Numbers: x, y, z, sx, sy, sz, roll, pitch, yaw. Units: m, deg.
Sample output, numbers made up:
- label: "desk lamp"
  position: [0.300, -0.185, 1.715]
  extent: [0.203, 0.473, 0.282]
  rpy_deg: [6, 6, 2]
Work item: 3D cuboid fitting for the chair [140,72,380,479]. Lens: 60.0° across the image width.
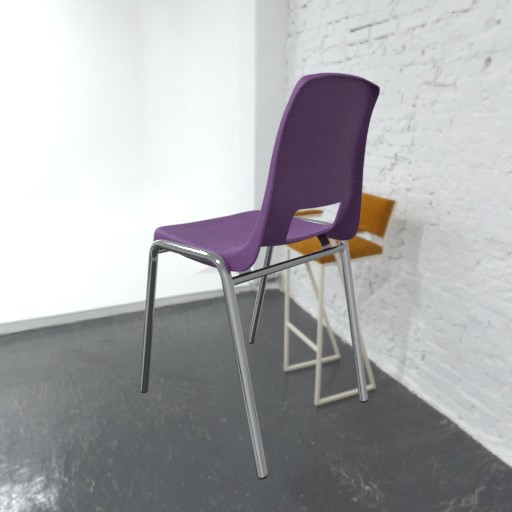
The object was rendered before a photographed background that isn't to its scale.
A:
- label: "chair"
  position: [0.000, 0.000, 0.961]
  extent: [0.381, 0.704, 0.432]
  rpy_deg: [-15, 22, -42]
